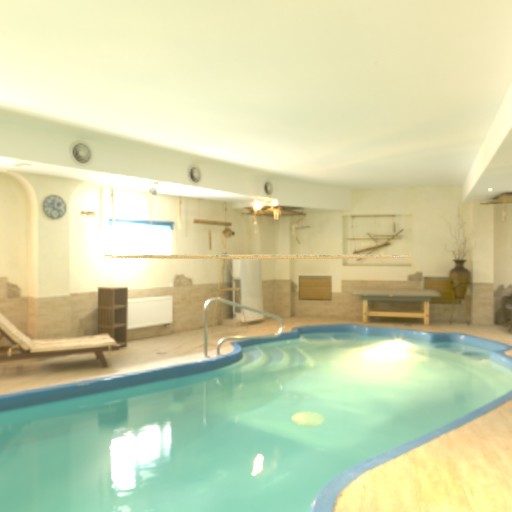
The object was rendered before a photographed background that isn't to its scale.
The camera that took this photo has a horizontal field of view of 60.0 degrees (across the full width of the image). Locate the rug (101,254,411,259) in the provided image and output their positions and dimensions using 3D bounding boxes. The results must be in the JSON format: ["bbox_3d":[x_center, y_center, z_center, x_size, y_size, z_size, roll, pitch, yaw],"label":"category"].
[{"bbox_3d":[0.000,0.000,2.414,1.593,0.012,1.593,0,0,0],"label":"rug"}]
